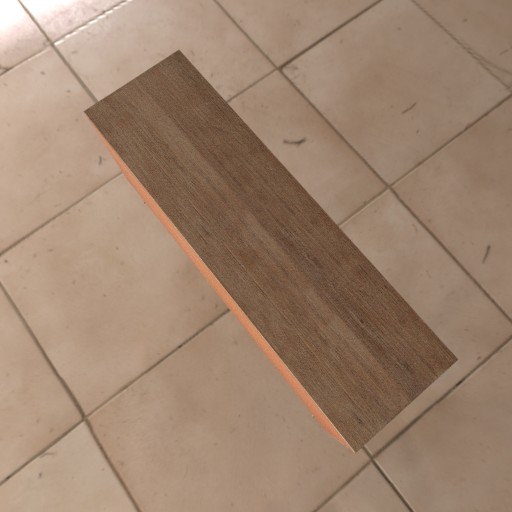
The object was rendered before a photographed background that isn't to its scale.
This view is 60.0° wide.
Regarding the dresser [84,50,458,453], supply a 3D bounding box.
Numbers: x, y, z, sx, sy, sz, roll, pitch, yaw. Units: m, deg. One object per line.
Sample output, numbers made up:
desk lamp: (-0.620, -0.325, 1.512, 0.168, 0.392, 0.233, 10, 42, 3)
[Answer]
dresser: (0.000, 0.000, 1.964, 0.455, 0.805, 1.554, -38, 78, -10)
